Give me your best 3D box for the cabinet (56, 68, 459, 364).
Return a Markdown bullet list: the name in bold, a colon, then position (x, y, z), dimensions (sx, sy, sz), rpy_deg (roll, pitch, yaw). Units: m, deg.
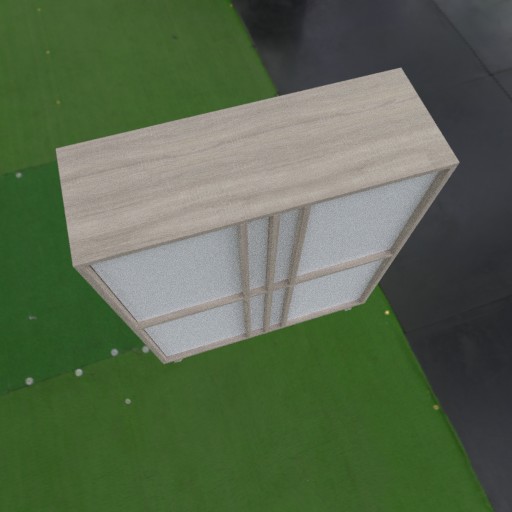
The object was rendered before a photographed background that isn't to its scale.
- **cabinet**: position (0.000, 0.000, 1.920), dimensions (1.111, 1.388, 0.398), rpy_deg (-16, 66, -7)
